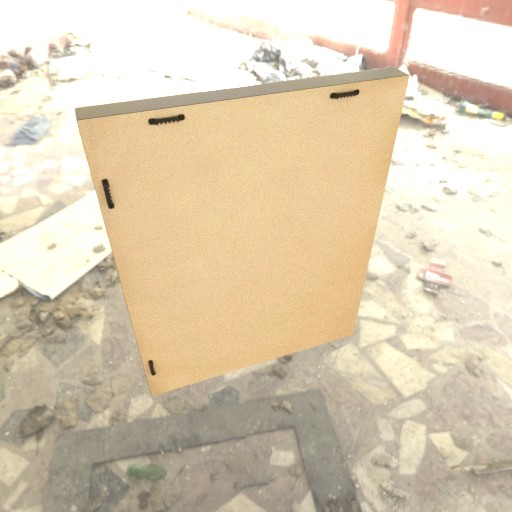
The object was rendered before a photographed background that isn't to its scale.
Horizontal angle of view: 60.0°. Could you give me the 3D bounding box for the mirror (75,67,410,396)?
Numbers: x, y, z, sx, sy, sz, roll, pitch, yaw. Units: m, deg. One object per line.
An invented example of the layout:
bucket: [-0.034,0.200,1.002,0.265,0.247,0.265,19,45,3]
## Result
mirror: [0.000,0.000,0.685,0.406,0.509,0.041,-13,42,-15]
